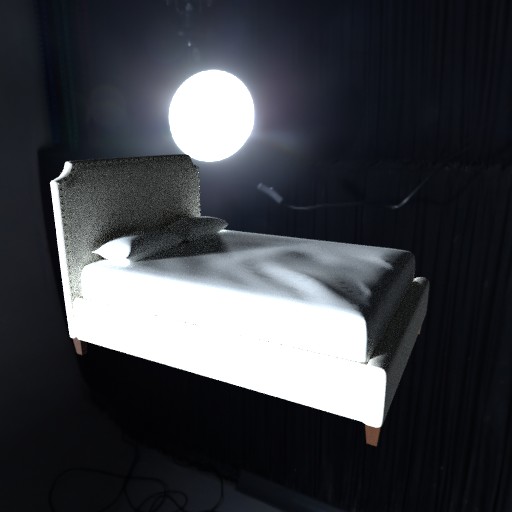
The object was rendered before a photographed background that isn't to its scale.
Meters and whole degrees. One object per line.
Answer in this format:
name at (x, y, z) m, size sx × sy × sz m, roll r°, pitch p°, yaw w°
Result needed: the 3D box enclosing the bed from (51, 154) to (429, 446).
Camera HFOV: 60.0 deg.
bed at (0.000, 0.000, 3.401) m, size 2.365 × 1.443 × 1.712 m, roll 8°, pitch 17°, yaw 27°
